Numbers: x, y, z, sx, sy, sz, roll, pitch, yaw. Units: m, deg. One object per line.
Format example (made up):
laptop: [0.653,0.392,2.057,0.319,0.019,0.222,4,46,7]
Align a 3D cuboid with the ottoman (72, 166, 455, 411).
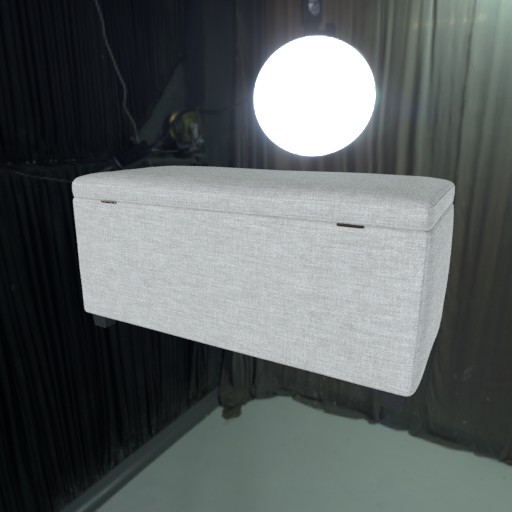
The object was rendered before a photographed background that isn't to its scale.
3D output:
ottoman: [0.000,0.000,1.151,0.902,0.432,0.419,8,18,28]
